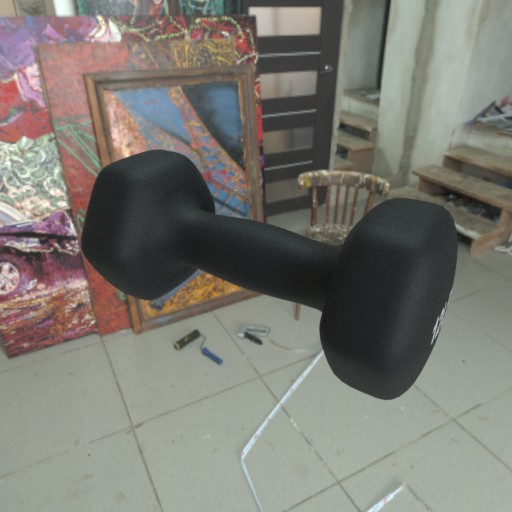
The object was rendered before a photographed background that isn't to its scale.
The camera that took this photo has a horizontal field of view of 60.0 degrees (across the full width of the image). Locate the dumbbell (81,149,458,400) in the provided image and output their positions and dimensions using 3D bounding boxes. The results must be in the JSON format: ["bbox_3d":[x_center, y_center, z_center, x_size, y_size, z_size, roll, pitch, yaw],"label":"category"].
[{"bbox_3d":[0.000,0.000,0.284,0.231,0.101,0.112,17,34,28],"label":"dumbbell"}]
